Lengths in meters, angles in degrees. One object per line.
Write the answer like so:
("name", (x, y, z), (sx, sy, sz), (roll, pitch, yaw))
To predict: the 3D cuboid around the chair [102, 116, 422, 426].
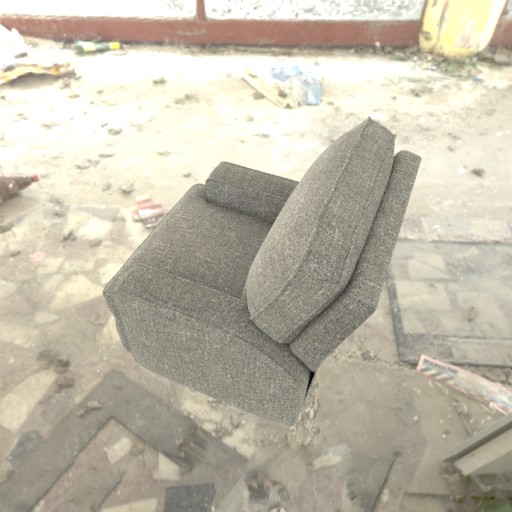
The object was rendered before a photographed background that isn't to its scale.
("chair", (0.000, 0.000, 1.721), (0.964, 0.962, 0.861), (17, 49, 16))
